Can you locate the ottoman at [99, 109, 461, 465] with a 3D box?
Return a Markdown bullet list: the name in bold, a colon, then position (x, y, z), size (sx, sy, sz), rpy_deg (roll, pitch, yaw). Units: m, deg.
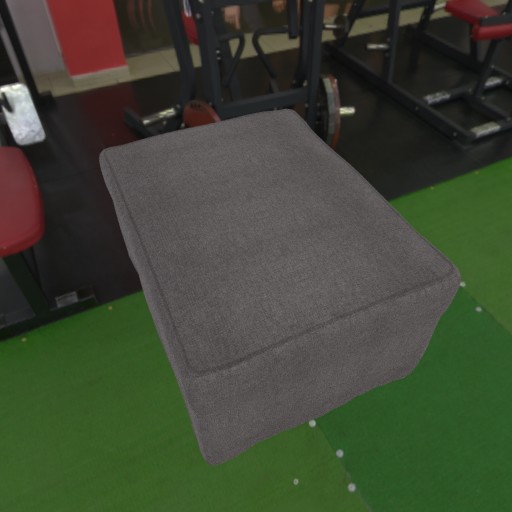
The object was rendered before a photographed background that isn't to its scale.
- **ottoman**: position (0.000, 0.000, 1.269), size (0.652, 0.492, 0.833), rpy_deg (-19, 50, -17)
